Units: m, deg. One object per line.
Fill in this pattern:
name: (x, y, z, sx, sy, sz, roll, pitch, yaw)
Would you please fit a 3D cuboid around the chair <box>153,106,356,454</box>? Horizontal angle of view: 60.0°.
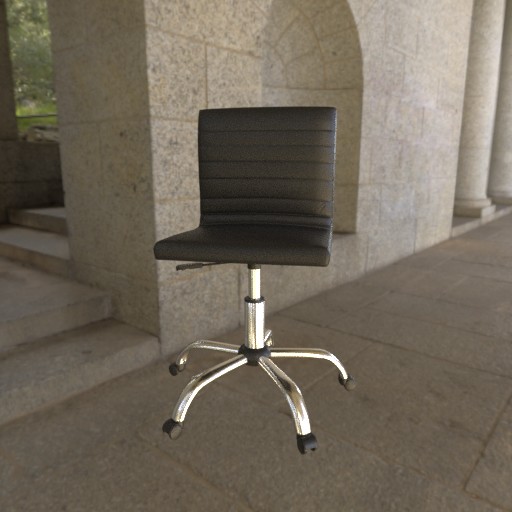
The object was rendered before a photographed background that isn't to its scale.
chair: (0.000, 0.000, 1.167, 0.556, 0.780, 0.530, 2, 13, 10)
